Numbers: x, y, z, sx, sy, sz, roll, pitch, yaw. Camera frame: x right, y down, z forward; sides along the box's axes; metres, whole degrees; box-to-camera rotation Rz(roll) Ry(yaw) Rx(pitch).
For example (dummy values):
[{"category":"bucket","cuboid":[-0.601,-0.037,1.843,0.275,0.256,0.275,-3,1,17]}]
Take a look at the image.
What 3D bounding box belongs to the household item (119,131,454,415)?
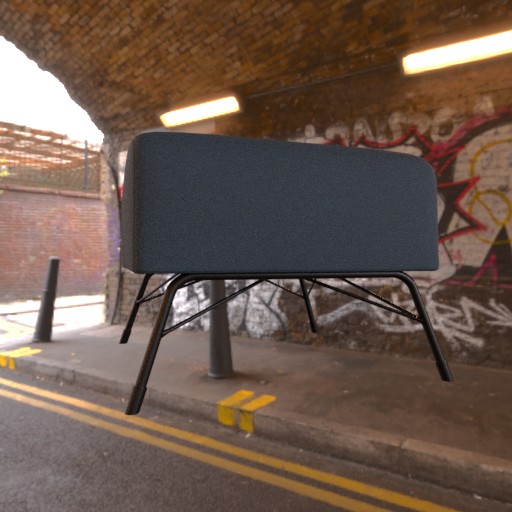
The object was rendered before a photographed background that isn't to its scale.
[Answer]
[{"category":"household item","cuboid":[0.000,0.000,0.910,0.530,0.420,0.530,0,0,-18]}]
